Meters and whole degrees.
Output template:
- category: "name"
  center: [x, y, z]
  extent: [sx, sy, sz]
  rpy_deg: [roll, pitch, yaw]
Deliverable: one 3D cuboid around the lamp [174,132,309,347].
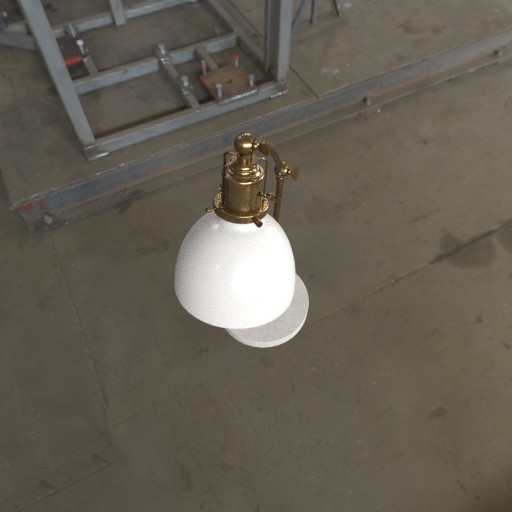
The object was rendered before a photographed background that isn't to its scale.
- category: "lamp"
  center: [0.000, 0.000, 0.675]
  extent: [0.186, 0.522, 0.317]
  rpy_deg: [15, 59, 9]
